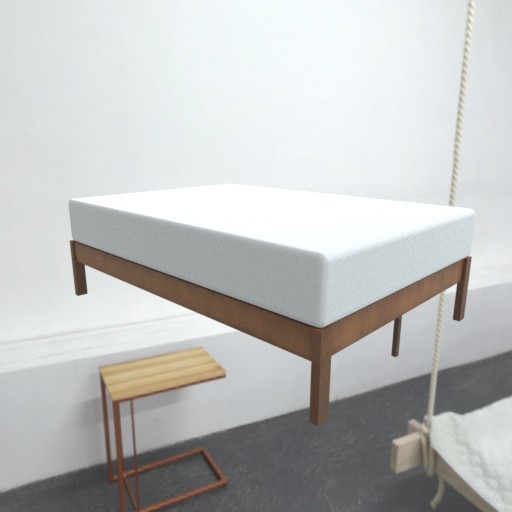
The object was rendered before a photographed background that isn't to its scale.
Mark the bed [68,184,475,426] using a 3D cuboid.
[{"bbox_3d":[0.000,0.000,2.582,1.927,0.616,1.348,14,20,43],"label":"bed"}]
